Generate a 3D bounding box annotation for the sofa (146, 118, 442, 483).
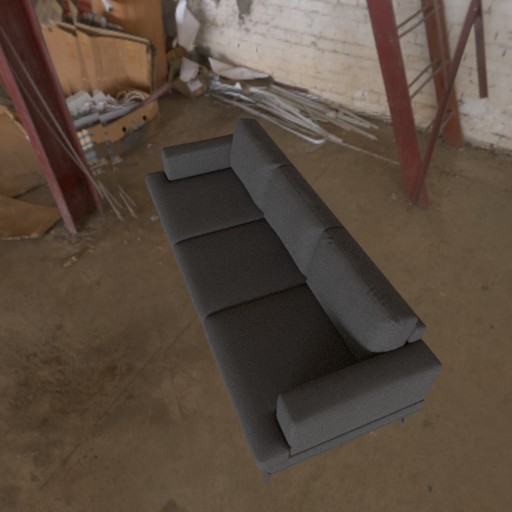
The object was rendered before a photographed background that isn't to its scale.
[{"bbox_3d":[0.000,0.000,2.757,0.920,0.810,2.310,-16,47,-15],"label":"sofa"}]
